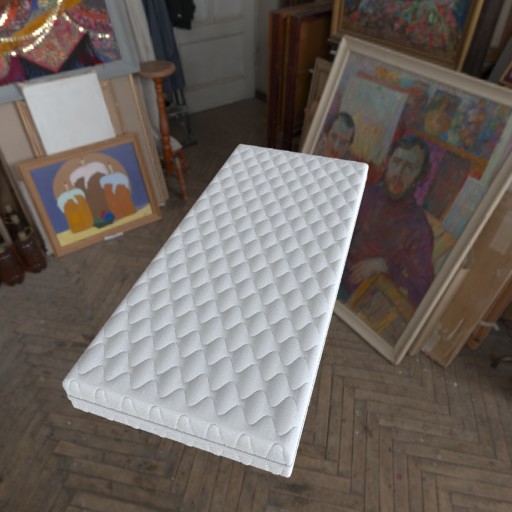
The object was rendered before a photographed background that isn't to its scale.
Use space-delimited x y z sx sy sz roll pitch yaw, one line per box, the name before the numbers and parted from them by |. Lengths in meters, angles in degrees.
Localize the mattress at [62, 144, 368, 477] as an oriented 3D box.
mattress | 0.000 0.000 2.317 0.900 0.200 2.000 12 43 13
